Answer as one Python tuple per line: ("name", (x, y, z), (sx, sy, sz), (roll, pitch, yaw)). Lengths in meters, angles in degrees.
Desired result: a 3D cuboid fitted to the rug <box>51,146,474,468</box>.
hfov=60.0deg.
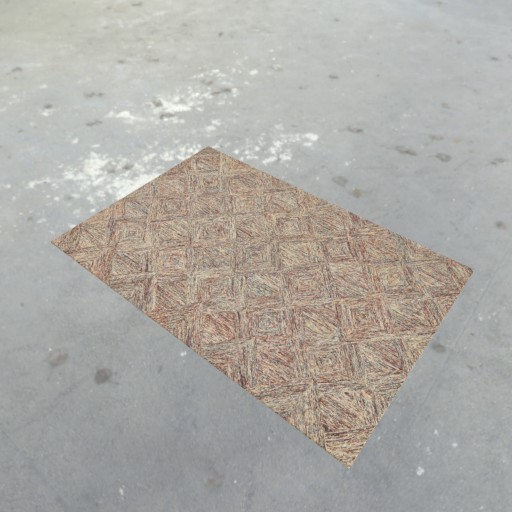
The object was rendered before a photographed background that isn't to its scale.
("rug", (0.000, 0.000, 2.862), (2.285, 0.019, 1.523), (30, 52, 26))
